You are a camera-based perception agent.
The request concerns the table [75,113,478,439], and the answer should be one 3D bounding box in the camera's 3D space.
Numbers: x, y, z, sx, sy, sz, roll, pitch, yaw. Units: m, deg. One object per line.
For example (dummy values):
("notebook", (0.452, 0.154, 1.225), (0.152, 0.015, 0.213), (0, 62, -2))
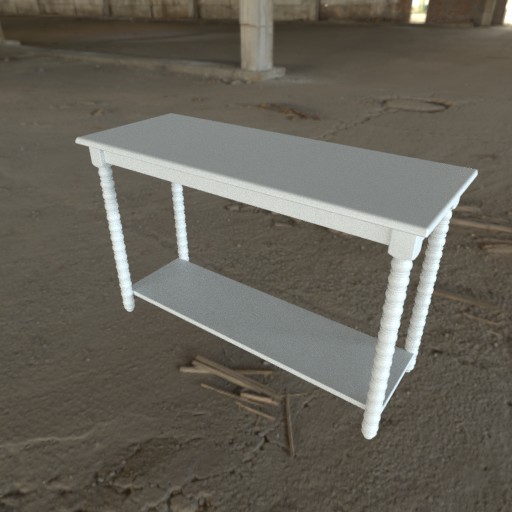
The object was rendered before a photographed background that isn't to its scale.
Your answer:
("table", (0.000, 0.000, 1.542), (1.184, 0.740, 0.459), (20, 36, 30))
